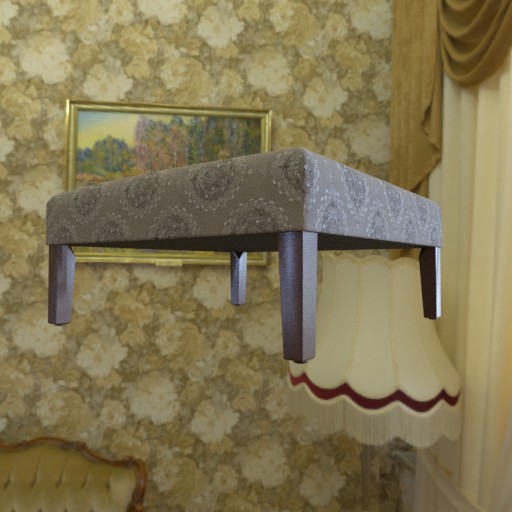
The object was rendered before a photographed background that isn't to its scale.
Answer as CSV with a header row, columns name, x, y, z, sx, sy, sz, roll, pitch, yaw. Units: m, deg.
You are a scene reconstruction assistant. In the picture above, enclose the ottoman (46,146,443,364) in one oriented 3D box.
name,x,y,z,sx,sy,sz,roll,pitch,yaw
ottoman,0.000,0.000,1.382,0.890,0.411,0.889,-1,-2,37
